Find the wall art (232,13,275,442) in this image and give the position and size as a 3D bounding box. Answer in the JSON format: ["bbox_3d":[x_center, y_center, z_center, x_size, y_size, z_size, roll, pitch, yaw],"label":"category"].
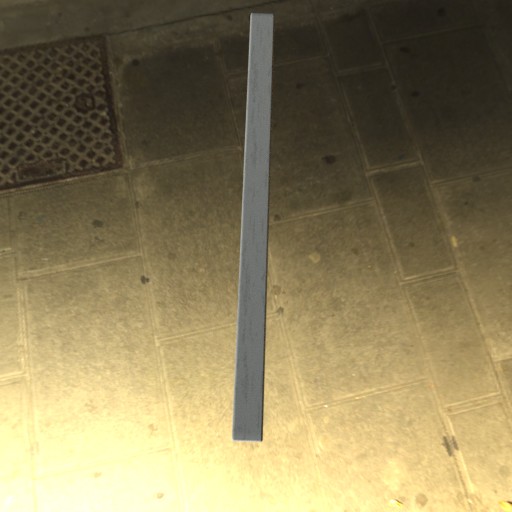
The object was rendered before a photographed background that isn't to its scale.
[{"bbox_3d":[0.000,0.000,1.888,0.078,1.288,1.287,2,76,0],"label":"wall art"}]
